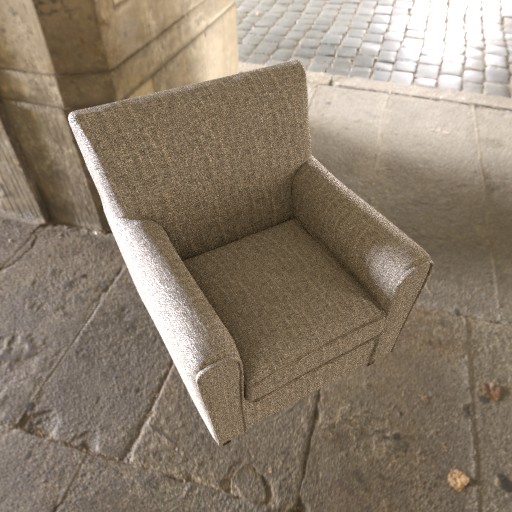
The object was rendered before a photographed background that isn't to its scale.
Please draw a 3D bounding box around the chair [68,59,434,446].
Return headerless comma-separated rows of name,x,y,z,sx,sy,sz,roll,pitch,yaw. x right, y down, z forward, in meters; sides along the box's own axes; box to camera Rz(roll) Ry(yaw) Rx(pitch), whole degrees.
chair,0.000,0.000,1.578,0.864,0.928,0.873,-22,49,-20
